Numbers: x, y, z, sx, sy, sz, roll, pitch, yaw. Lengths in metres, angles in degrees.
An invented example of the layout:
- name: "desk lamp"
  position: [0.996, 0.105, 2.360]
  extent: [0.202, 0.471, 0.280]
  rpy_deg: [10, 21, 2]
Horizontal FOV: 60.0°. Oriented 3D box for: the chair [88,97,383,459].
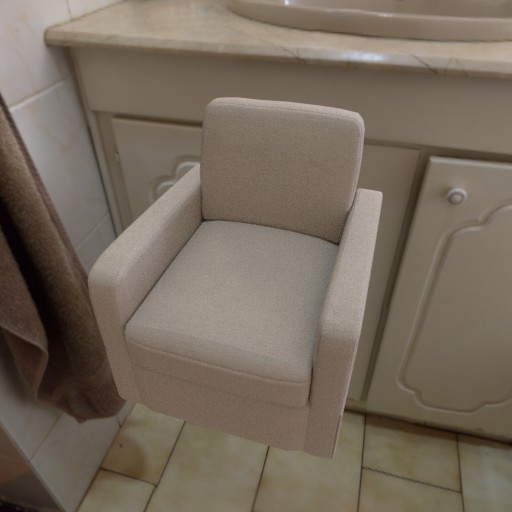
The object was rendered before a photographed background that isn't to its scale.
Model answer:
- name: "chair"
  position: [0.000, 0.000, 1.503]
  extent: [0.755, 0.827, 0.888]
  rpy_deg: [11, 40, 13]
